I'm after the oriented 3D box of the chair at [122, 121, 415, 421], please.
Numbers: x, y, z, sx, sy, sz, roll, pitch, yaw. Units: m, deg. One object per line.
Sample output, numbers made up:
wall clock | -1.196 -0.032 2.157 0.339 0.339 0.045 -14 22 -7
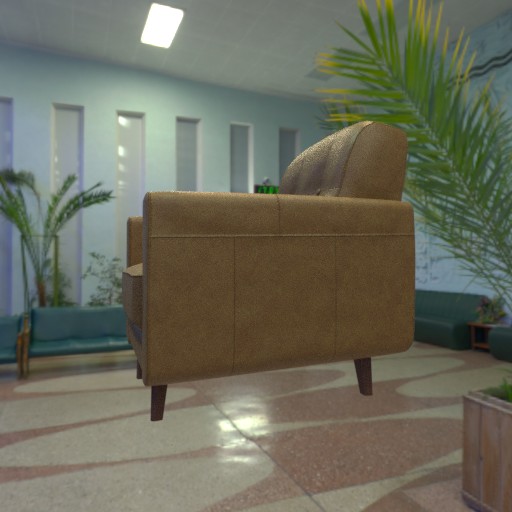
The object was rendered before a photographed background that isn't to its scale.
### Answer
chair | 0.000 0.000 1.672 0.942 0.968 0.845 0 -1 -20
